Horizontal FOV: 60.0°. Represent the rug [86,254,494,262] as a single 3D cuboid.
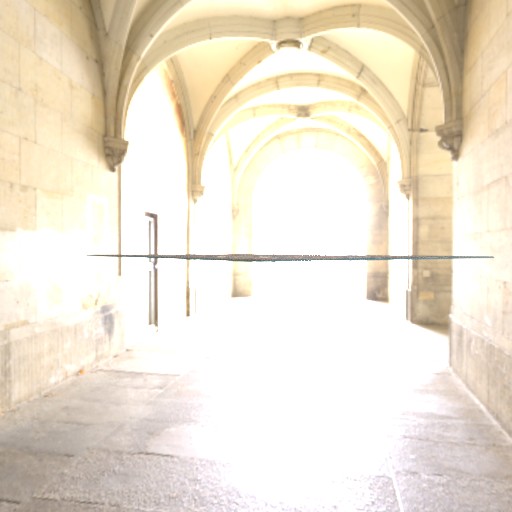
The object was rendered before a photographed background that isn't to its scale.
[{"bbox_3d":[0.000,0.000,2.970,1.622,0.009,2.373,-1,1,-35],"label":"rug"}]
